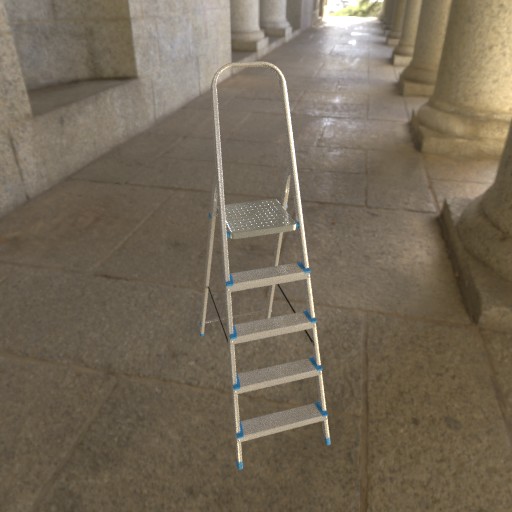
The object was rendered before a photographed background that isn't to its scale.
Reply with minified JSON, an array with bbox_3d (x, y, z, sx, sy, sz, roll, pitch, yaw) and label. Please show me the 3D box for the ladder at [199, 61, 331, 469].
[{"bbox_3d":[0.000,0.000,2.073,0.468,1.648,0.990,-9,32,-14],"label":"ladder"}]
